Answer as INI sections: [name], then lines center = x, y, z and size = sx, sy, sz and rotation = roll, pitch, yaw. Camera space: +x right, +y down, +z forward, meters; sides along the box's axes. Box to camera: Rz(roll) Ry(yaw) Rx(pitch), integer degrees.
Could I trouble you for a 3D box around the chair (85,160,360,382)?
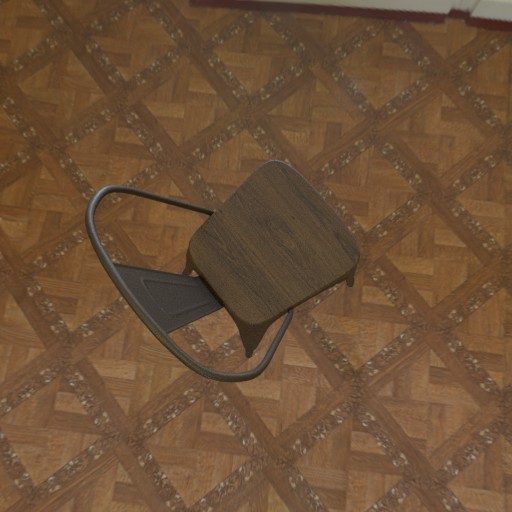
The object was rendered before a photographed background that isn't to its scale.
[chair]
center = 0.000, 0.000, 1.150
size = 0.532, 0.844, 0.451
rotation = -38, 80, -8
